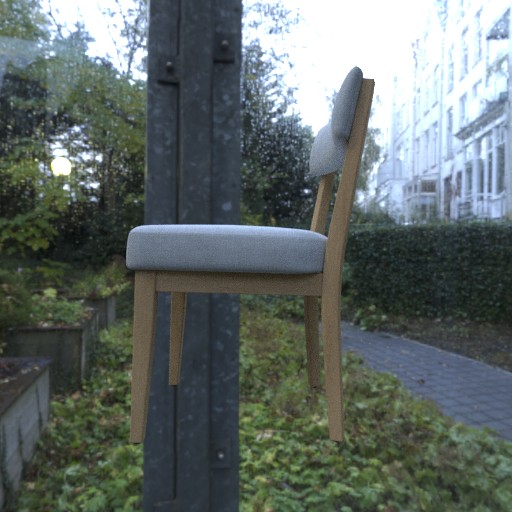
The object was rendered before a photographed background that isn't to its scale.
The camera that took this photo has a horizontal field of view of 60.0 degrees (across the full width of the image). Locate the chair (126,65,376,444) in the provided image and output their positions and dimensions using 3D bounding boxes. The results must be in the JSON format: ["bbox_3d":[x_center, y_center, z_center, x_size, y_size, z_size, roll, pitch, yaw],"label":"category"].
[{"bbox_3d":[0.000,0.000,1.196,0.572,0.832,0.508,0,0,0],"label":"chair"}]
